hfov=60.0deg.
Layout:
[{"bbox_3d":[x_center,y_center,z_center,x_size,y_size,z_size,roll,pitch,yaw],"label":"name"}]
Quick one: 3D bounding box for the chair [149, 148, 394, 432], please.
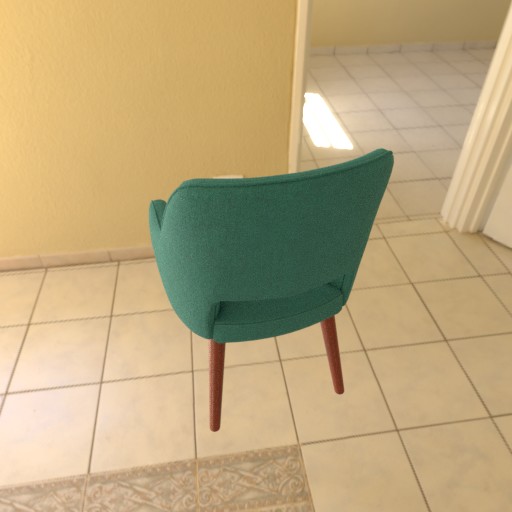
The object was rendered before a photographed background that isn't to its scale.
[{"bbox_3d":[0.000,0.000,1.253,0.548,0.849,0.605,-12,43,-13],"label":"chair"}]
